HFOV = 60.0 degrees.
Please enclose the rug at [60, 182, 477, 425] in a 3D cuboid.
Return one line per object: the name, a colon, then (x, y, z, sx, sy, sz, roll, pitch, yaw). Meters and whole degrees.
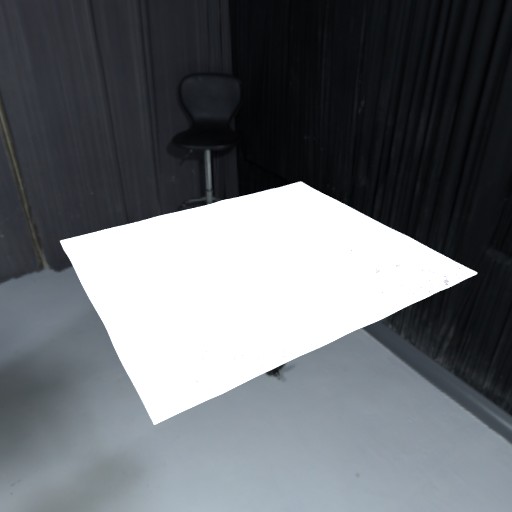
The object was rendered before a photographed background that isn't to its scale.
rug: (0.000, 0.000, 0.884, 0.639, 0.006, 0.548, -18, 35, -27)
